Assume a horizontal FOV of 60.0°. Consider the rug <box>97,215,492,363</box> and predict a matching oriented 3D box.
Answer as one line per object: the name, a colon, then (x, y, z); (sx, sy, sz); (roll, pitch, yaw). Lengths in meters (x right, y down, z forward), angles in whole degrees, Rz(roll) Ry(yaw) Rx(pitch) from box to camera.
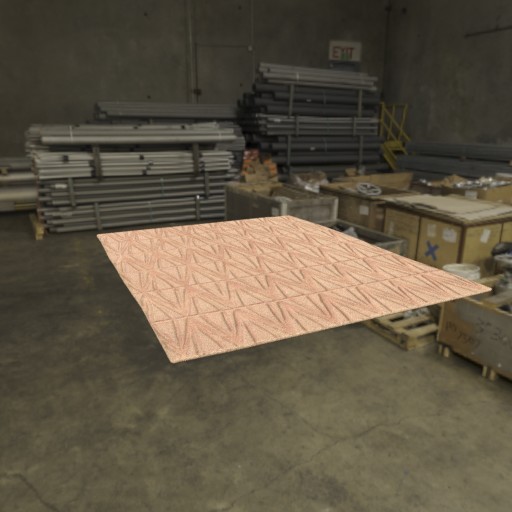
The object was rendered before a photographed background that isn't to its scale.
rug: (0.000, 0.000, 4.090); (2.453, 0.043, 3.052); (-8, 18, -25)
